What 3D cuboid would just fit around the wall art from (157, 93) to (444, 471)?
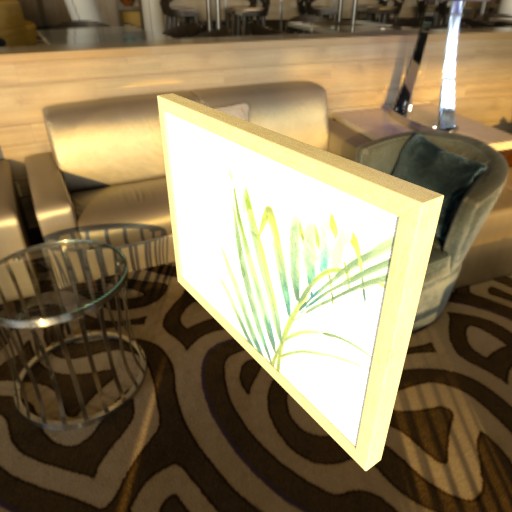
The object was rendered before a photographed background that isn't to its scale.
[{"bbox_3d":[0.000,0.000,0.669,0.032,0.381,0.533,-20,37,-30],"label":"wall art"}]
